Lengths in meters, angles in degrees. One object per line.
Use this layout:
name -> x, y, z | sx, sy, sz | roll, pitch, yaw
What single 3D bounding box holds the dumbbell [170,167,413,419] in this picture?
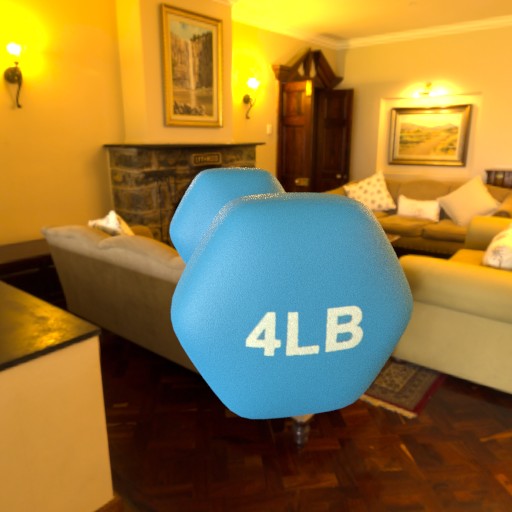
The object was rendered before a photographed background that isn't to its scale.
dumbbell -> 0.000, 0.000, 0.189 | 0.074, 0.066, 0.152 | -3, 15, -10
